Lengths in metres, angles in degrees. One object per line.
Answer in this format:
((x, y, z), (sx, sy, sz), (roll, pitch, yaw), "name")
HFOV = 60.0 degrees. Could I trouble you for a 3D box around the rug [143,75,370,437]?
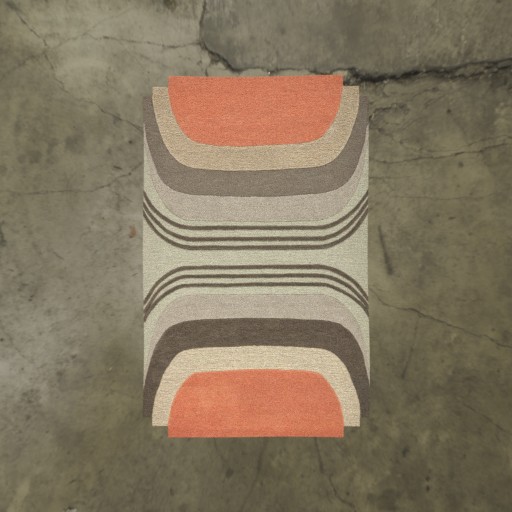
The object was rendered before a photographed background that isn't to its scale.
((0.000, 0.000, 2.990), (1.530, 0.017, 2.446), (0, 90, 0), "rug")
